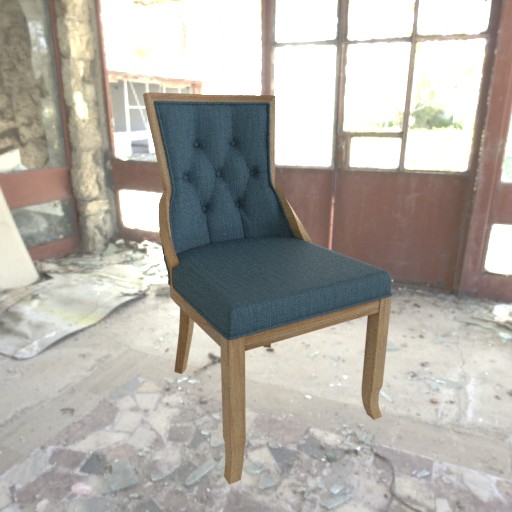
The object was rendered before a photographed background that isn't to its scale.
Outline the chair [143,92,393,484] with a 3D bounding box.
[{"bbox_3d":[0.000,0.000,1.353,0.524,0.947,0.641,-10,20,-28],"label":"chair"}]
